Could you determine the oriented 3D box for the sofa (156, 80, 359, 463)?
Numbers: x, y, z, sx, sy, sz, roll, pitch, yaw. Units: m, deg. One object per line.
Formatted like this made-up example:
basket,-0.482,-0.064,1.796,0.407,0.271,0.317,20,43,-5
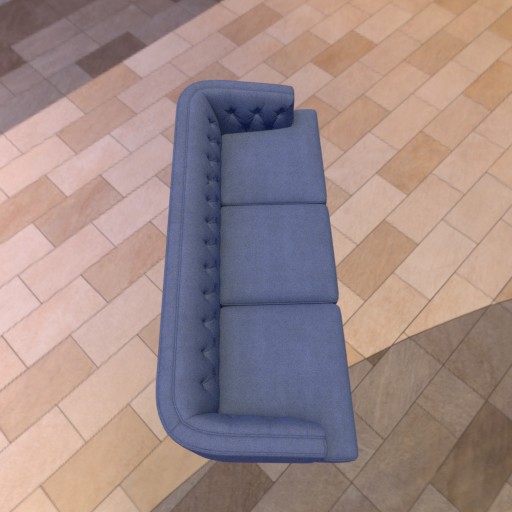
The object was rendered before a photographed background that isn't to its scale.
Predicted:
sofa,0.000,0.000,2.619,0.914,0.787,2.235,-1,63,-1
